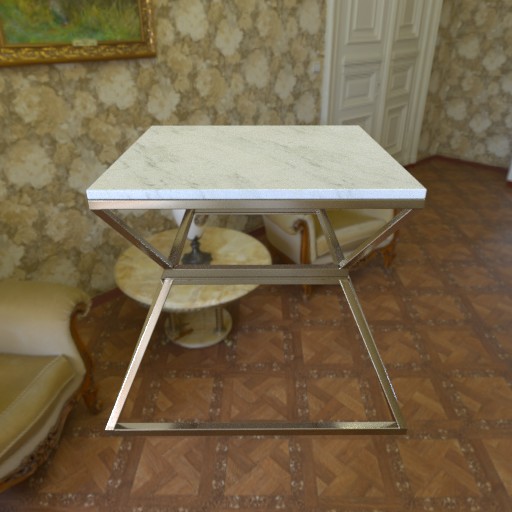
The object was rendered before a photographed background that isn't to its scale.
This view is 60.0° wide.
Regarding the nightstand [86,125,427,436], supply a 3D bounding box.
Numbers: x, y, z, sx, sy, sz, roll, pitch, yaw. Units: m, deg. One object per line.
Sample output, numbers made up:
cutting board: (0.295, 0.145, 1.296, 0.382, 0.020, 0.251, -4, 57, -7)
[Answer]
nightstand: (0.000, 0.000, 0.888, 0.513, 0.426, 0.514, 0, 27, 0)
